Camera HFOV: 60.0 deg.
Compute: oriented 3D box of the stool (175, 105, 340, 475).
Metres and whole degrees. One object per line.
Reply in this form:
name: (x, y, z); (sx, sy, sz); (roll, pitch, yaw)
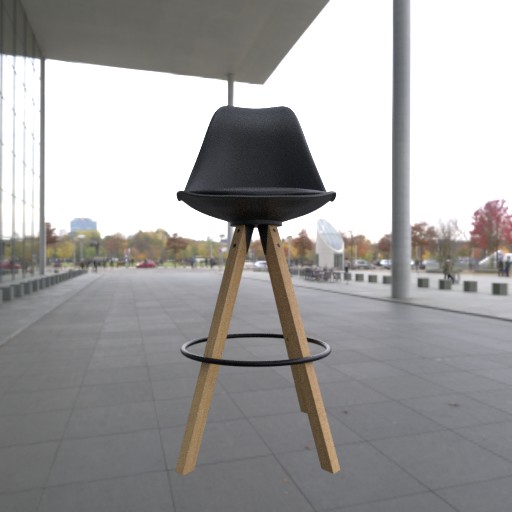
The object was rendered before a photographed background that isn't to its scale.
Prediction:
stool: (0.000, 0.000, 1.386); (0.485, 1.115, 0.550); (0, 0, -1)
